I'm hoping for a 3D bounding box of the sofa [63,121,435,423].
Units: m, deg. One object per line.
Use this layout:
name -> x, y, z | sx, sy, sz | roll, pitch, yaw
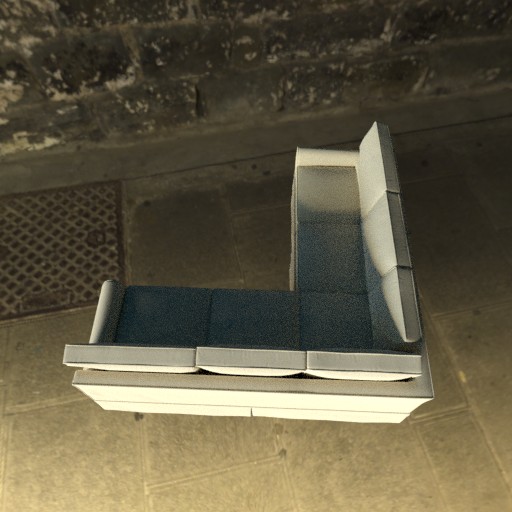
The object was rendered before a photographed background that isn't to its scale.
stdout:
sofa -> 0.000, 0.000, 4.008 | 2.597, 1.070, 2.591 | 2, 59, 1
